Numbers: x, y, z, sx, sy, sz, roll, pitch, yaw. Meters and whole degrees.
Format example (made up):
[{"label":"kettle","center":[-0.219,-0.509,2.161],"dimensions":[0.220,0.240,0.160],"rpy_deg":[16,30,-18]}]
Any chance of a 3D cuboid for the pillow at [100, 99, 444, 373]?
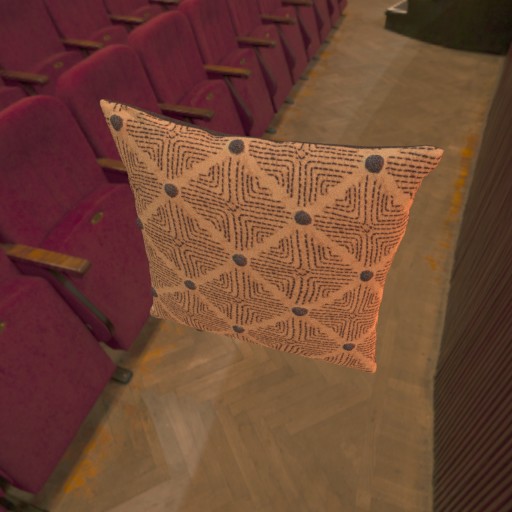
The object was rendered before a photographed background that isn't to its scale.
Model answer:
[{"label":"pillow","center":[0.000,0.000,0.792],"dimensions":[0.510,0.510,0.145],"rpy_deg":[12,44,13]}]
